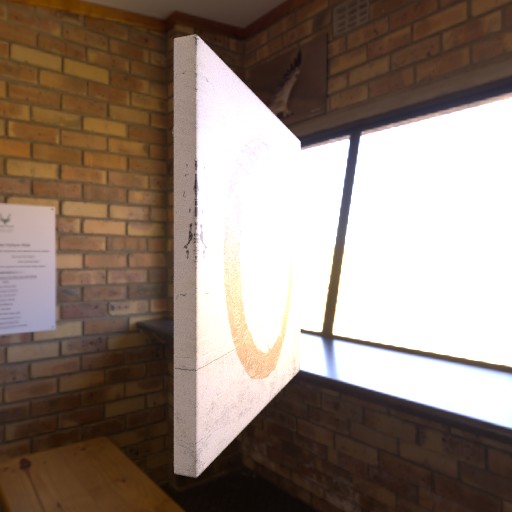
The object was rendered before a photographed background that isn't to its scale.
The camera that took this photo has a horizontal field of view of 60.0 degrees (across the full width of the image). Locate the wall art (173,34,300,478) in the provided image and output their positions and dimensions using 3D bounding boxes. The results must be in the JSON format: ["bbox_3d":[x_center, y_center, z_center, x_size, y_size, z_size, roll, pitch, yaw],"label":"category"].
[{"bbox_3d":[0.000,0.000,0.900,0.040,0.611,0.610,0,0,19],"label":"wall art"}]
